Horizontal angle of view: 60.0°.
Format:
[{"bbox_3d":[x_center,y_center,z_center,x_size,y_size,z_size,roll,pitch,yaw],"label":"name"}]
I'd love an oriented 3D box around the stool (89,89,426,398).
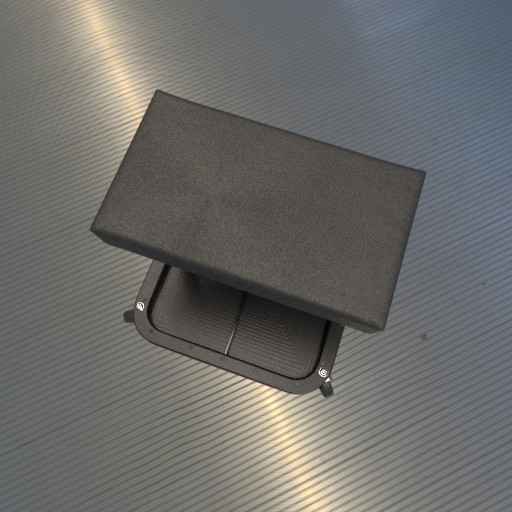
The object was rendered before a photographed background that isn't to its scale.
[{"bbox_3d":[0.000,0.000,0.717,0.446,0.380,0.371,19,75,5],"label":"stool"}]
